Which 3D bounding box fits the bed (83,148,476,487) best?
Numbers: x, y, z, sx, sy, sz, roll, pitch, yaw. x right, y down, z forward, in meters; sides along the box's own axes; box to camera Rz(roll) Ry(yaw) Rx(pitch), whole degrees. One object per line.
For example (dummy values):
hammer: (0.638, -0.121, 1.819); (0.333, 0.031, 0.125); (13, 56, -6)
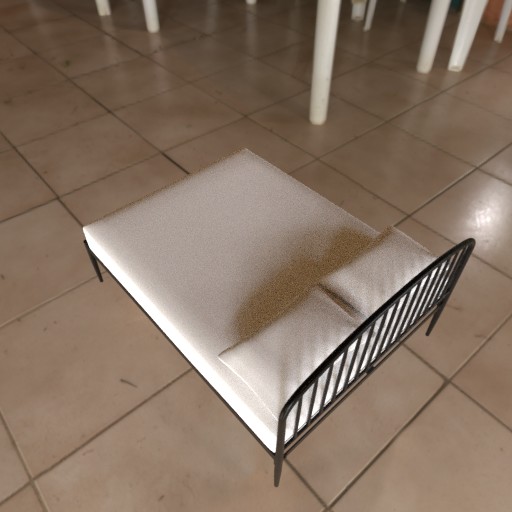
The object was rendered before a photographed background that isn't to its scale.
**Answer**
bed: (0.000, 0.000, 3.104); (1.618, 1.166, 2.159); (-33, 55, -27)
